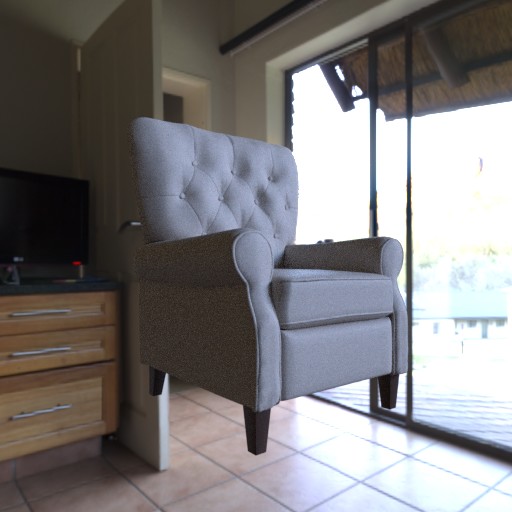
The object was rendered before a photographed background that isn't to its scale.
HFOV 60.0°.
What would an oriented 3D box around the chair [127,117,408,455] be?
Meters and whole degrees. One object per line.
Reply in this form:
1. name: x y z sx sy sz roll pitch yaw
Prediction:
1. chair: 0.000 0.000 1.912 0.942 1.209 1.025 1 -1 -38
